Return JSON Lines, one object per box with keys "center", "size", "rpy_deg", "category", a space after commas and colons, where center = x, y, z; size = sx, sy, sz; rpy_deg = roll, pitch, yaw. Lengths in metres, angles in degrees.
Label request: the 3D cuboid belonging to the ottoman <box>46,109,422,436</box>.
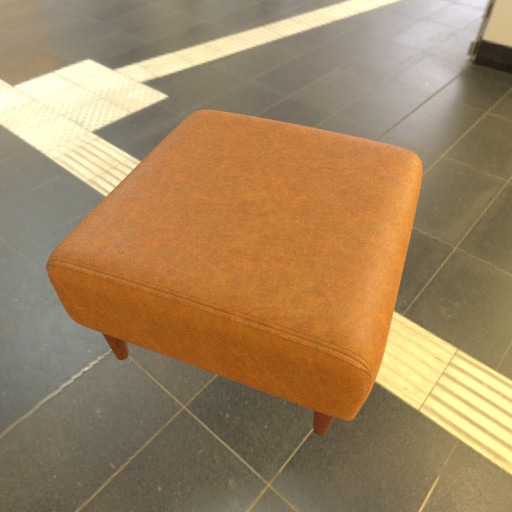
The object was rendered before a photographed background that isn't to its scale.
{"center": [0.000, 0.000, 1.059], "size": [0.650, 0.399, 0.650], "rpy_deg": [16, 48, 15], "category": "ottoman"}
